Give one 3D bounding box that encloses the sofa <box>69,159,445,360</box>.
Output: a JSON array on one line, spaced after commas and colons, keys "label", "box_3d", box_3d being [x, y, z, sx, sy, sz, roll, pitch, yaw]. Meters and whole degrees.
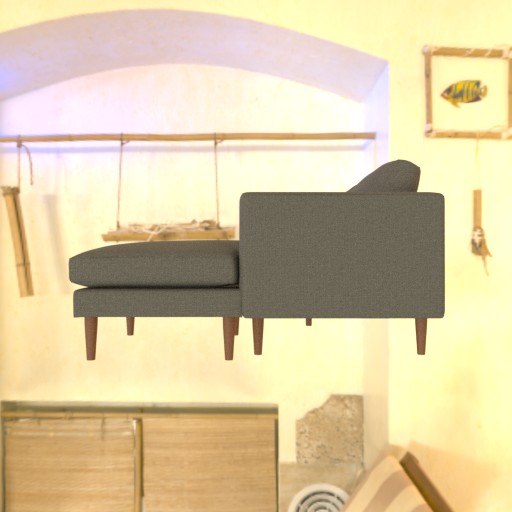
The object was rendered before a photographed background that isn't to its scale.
[{"label": "sofa", "box_3d": [0.000, 0.000, 2.854, 1.591, 0.897, 2.031, 0, 0, 0]}]
